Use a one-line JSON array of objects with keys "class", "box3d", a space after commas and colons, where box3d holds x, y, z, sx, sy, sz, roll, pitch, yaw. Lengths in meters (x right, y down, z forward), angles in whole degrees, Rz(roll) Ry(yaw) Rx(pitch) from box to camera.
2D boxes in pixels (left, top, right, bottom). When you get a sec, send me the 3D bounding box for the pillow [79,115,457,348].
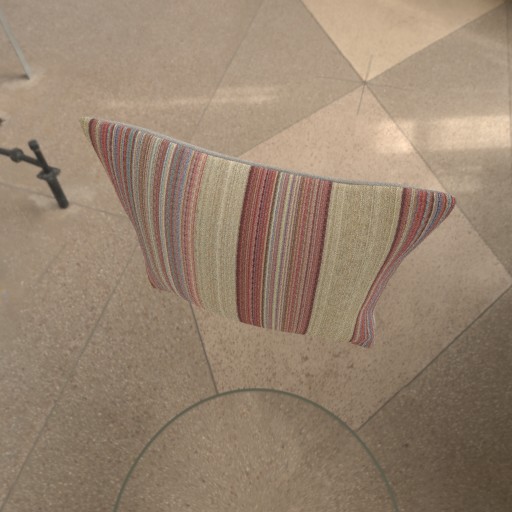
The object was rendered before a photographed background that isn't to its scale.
[{"class": "pillow", "box3d": [0.000, 0.000, 0.656, 0.437, 0.419, 0.136, 14, 59, 9]}]
